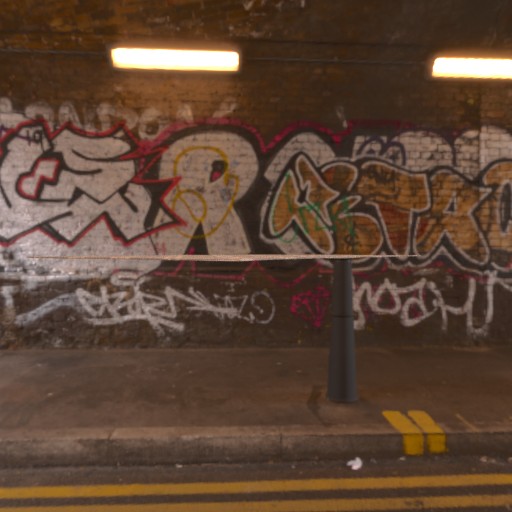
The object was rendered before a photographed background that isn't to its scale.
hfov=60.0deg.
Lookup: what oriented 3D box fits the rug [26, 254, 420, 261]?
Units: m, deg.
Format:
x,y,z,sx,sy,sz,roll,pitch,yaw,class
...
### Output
x,y,z,sx,sy,sz,roll,pitch,yaw,class
0.000,0.000,2.237,1.148,0.010,1.754,0,1,36,rug
